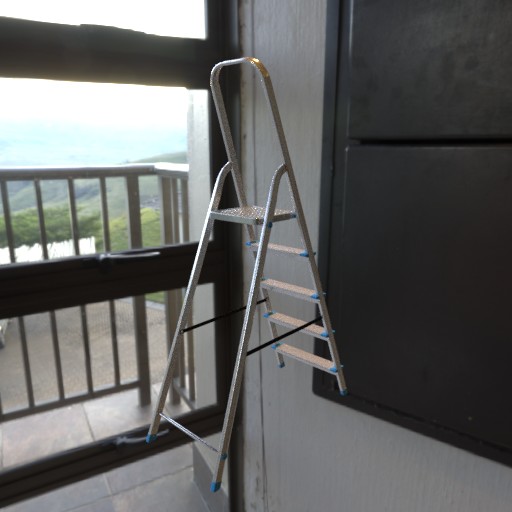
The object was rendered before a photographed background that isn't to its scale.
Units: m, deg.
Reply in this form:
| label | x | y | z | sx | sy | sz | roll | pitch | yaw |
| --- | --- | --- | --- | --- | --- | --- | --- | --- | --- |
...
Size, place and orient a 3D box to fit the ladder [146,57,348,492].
| label | x | y | z | sx | sy | sz | roll | pitch | yaw |
| --- | --- | --- | --- | --- | --- | --- | --- | --- | --- |
| ladder | 0.000 | 0.000 | 2.036 | 0.468 | 1.648 | 0.990 | 13 | 19 | 41 |
